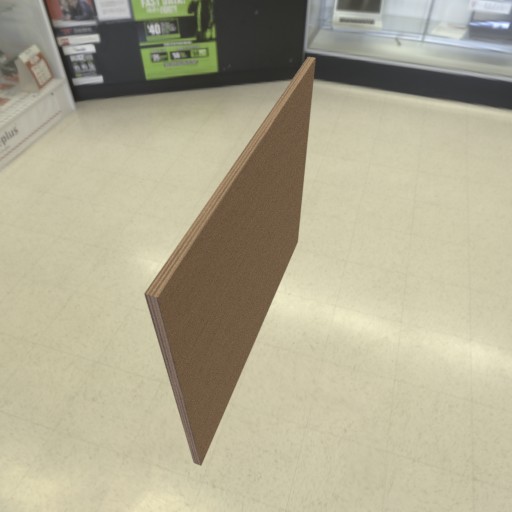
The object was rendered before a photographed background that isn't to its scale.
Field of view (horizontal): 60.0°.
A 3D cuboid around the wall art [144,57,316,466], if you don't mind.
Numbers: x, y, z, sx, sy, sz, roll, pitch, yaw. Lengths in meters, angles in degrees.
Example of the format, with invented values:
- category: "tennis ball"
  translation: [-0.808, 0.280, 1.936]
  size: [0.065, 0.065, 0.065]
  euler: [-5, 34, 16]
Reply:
- category: "wall art"
  translation: [0.000, 0.000, 0.681]
  size: [0.013, 0.406, 0.508]
  euler: [15, 48, 14]
